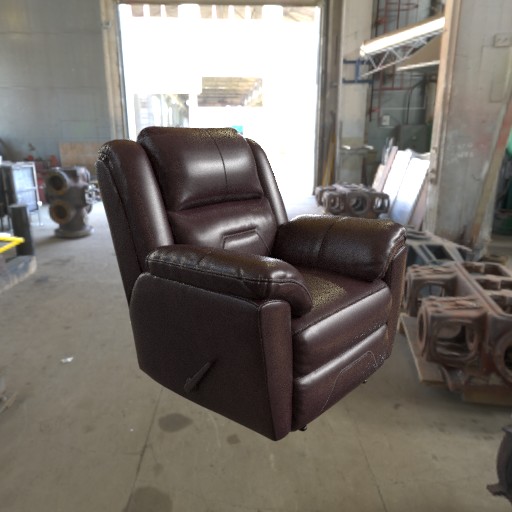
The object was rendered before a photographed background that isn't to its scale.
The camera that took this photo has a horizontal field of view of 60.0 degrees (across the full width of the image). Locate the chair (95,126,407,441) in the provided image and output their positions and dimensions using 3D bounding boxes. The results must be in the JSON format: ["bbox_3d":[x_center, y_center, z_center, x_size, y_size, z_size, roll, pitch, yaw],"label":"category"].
[{"bbox_3d":[0.000,0.000,1.940,1.041,1.093,0.990,14,21,41],"label":"chair"}]
